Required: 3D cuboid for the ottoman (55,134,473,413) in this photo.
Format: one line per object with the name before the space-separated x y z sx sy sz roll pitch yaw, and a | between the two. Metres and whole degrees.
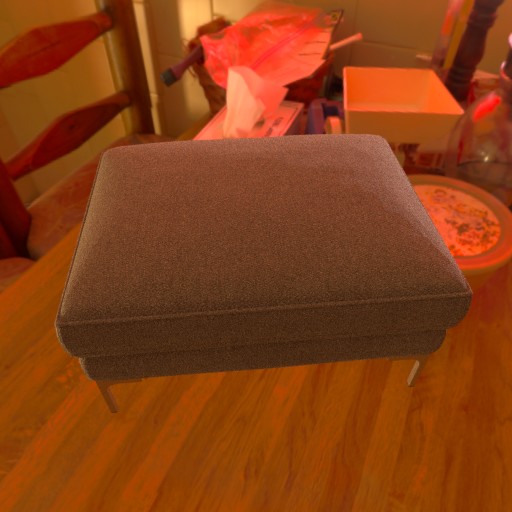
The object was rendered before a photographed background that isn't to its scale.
ottoman | 0.000 0.000 1.113 0.785 0.464 0.583 -4 45 -4
